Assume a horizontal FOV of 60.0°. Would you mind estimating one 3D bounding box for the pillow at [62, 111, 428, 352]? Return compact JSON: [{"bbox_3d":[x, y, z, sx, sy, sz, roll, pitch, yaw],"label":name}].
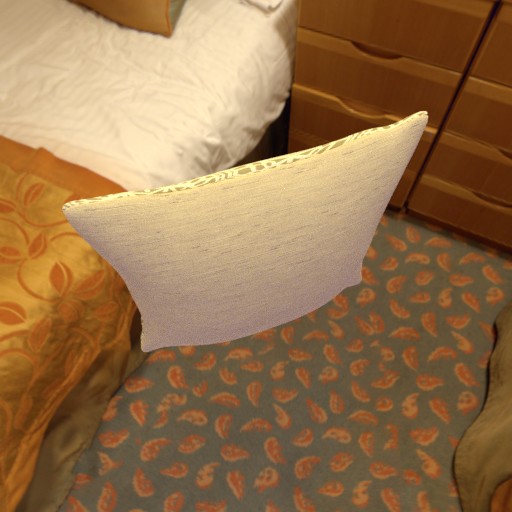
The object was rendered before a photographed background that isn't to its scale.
[{"bbox_3d":[0.000,0.000,0.668,0.438,0.421,0.167,-16,60,-10],"label":"pillow"}]
